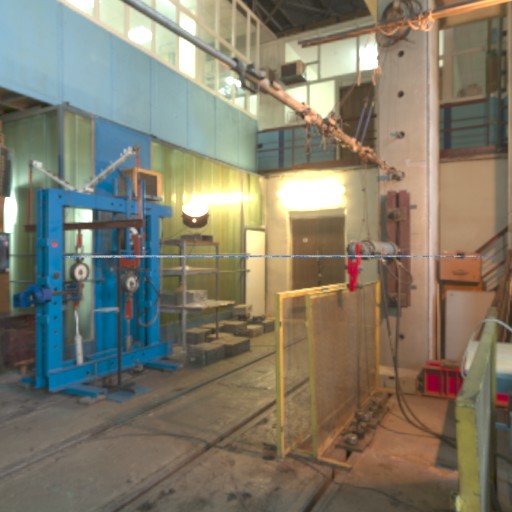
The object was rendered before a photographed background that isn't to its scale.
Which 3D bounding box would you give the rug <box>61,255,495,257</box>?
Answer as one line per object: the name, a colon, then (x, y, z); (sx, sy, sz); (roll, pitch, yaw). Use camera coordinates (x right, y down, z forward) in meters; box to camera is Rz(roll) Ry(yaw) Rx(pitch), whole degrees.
rug: (0.000, 0.000, 4.016); (3.007, 0.007, 2.435); (0, 0, -17)
